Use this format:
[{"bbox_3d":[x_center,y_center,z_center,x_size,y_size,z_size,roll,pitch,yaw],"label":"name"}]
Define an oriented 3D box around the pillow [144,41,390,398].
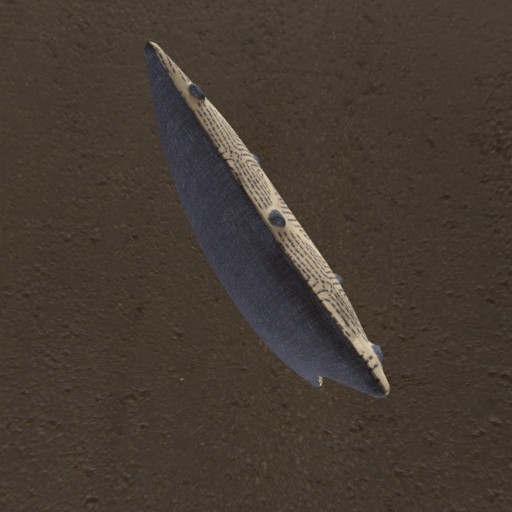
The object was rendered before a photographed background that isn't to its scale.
[{"bbox_3d":[0.000,0.000,0.746,0.145,0.510,0.510,-31,77,-8],"label":"pillow"}]
